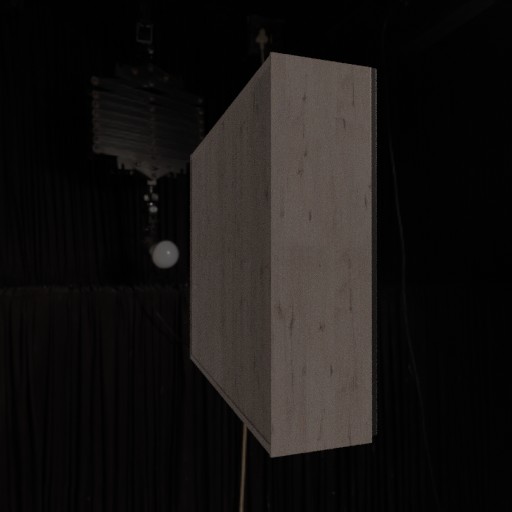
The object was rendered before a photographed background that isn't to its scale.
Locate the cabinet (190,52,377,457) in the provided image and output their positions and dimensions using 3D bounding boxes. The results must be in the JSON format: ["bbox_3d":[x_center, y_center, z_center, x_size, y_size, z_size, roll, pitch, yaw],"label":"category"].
[{"bbox_3d":[0.000,0.000,3.672,0.660,2.180,2.500,0,0,-18],"label":"cabinet"}]
